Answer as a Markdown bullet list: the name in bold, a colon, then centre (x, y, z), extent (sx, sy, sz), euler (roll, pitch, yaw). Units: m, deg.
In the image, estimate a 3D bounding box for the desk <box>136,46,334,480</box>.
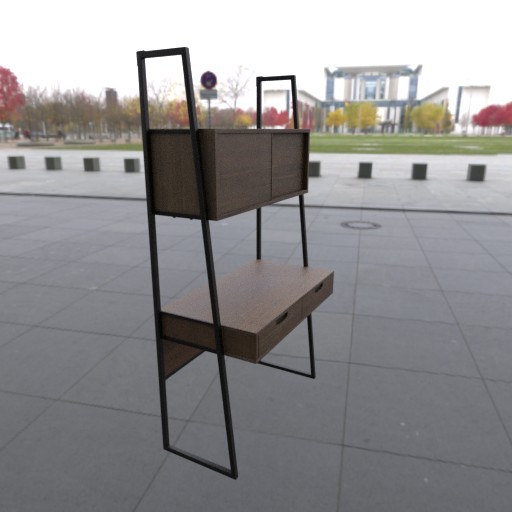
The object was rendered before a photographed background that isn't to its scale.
- **desk**: centre (0.000, 0.000, 2.237), extent (0.515, 1.809, 0.982), euler (8, 18, 28)
